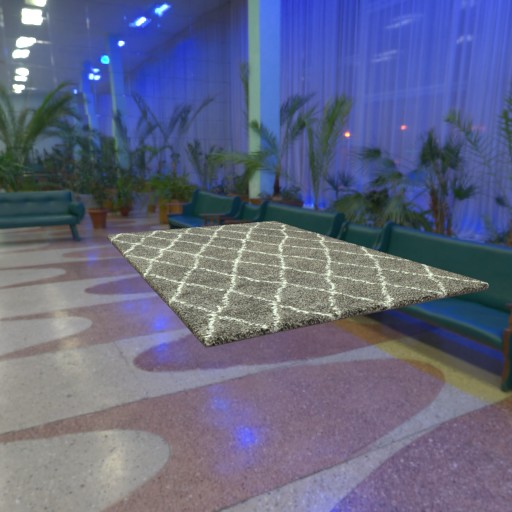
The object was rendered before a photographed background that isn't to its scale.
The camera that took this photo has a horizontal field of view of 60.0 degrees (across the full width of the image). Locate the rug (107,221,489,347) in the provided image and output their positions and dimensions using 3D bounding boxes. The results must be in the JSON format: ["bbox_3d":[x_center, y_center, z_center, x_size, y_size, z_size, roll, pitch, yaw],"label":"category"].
[{"bbox_3d":[0.000,0.000,2.291,1.219,0.030,1.778,-7,15,-26],"label":"rug"}]
